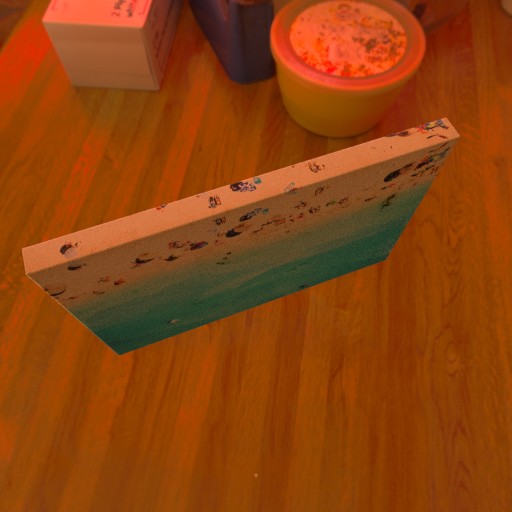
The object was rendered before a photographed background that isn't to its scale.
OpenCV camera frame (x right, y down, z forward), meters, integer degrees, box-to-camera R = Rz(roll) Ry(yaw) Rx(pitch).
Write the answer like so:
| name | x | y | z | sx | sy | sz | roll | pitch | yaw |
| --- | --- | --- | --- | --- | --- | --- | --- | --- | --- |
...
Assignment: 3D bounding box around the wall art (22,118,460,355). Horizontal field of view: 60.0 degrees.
| name | x | y | z | sx | sy | sz | roll | pitch | yaw |
| --- | --- | --- | --- | --- | --- | --- | --- | --- | --- |
| wall art | 0.000 | 0.000 | 0.773 | 0.609 | 0.406 | 0.039 | -19 | 65 | -9 |
